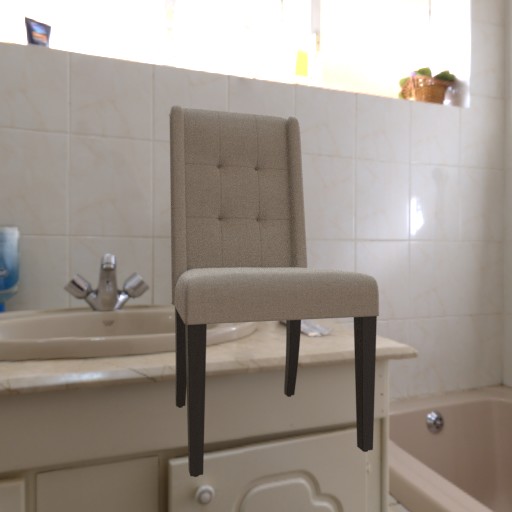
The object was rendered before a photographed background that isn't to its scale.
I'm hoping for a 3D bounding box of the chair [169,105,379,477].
[{"bbox_3d":[0.000,0.000,1.258,0.474,0.961,0.523,0,0,-17],"label":"chair"}]
